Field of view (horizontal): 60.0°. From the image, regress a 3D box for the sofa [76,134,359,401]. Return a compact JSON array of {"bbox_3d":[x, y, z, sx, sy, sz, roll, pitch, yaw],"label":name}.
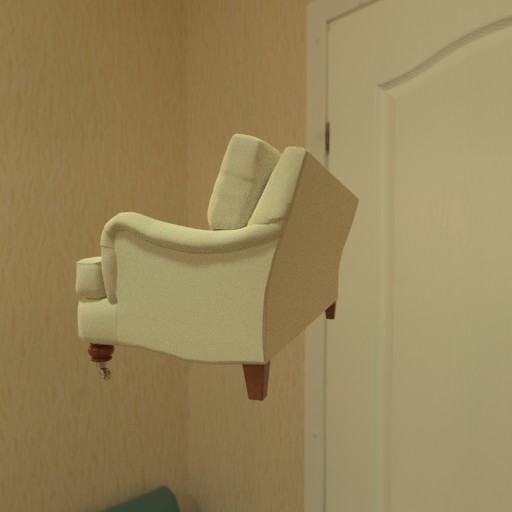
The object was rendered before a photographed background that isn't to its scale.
[{"bbox_3d":[0.000,0.000,2.811,1.086,1.087,2.159,1,2,18],"label":"sofa"}]
